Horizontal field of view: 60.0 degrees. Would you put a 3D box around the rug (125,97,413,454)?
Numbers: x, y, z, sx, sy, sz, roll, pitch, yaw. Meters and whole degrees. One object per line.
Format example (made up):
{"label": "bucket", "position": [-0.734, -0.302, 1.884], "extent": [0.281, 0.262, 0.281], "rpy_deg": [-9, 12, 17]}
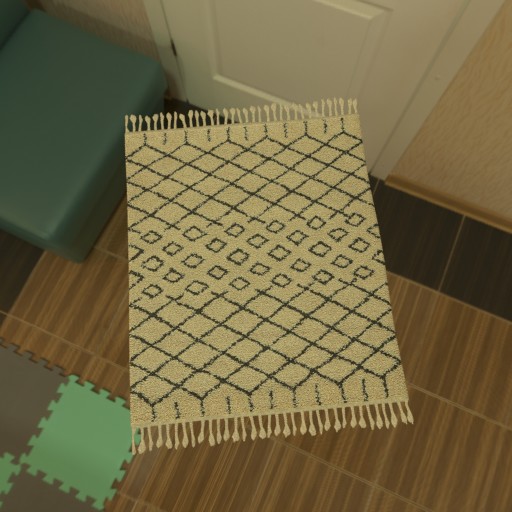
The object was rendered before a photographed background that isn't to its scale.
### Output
{"label": "rug", "position": [0.000, 0.000, 4.130], "extent": [2.388, 0.030, 3.213], "rpy_deg": [-5, 75, -1]}
